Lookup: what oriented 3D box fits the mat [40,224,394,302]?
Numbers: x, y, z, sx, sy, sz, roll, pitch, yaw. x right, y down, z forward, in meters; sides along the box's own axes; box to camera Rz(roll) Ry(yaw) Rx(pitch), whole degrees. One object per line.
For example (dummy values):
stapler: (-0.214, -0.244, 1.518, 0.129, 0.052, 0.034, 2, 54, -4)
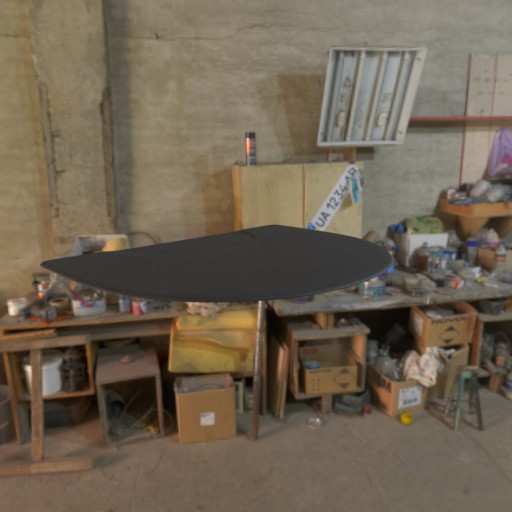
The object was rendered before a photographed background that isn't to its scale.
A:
mat: (0.000, 0.000, 1.629, 0.917, 0.016, 1.220, 12, 18, 43)
